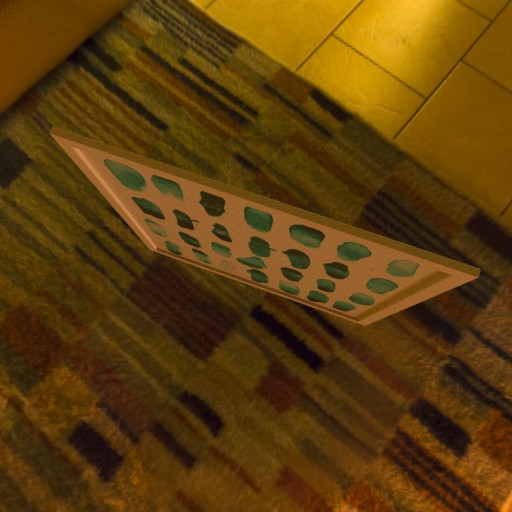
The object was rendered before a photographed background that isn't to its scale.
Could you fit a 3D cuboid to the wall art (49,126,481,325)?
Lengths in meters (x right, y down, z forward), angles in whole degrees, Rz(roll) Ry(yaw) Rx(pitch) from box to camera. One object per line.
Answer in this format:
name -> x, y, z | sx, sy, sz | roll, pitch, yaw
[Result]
wall art -> 0.000, 0.000, 0.666 | 0.456, 0.457, 0.009 | 19, 76, 5
